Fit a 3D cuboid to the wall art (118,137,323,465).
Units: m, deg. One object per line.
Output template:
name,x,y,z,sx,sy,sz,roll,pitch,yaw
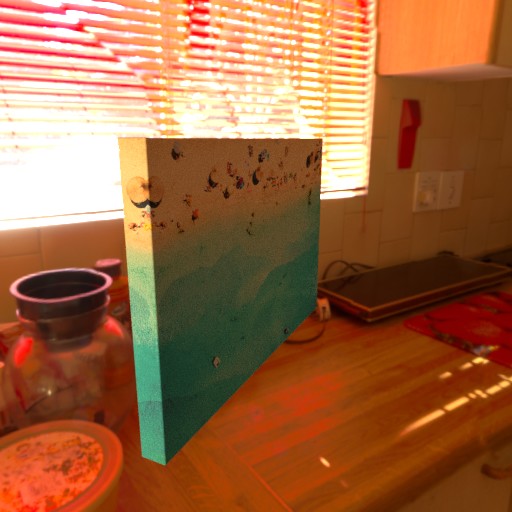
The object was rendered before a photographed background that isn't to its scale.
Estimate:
wall art,0.000,0.000,0.787,0.039,0.406,0.609,7,16,25
